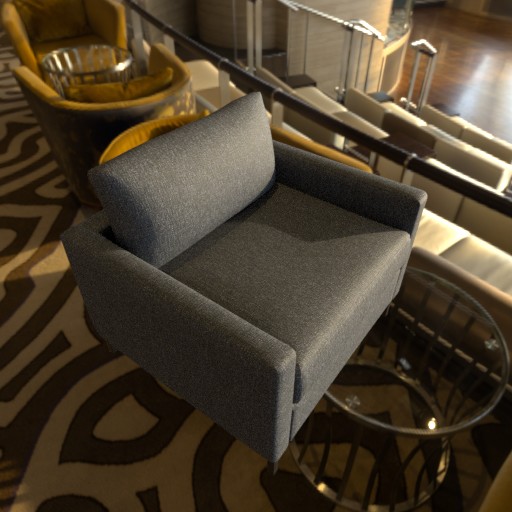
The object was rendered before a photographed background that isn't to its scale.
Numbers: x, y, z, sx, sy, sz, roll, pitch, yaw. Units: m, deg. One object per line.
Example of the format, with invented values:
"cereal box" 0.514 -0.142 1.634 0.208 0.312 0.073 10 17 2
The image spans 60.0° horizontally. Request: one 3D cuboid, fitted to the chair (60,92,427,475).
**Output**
"chair" 0.000 0.000 1.598 0.866 0.861 0.963 26 48 27
